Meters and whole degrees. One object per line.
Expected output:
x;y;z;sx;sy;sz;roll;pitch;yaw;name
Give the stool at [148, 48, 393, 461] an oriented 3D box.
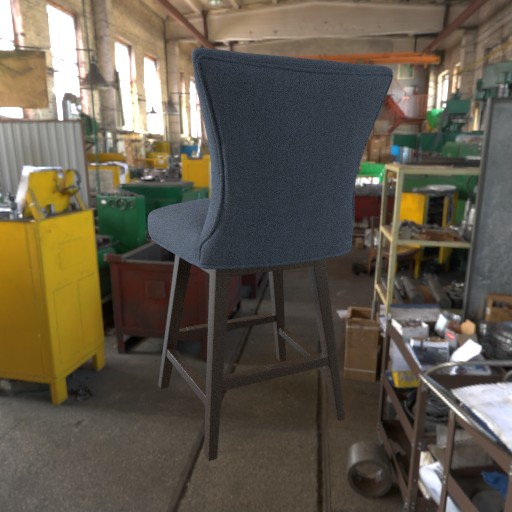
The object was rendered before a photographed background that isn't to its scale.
0.000;0.000;1.295;0.514;1.000;0.574;-6;15;-25;stool
